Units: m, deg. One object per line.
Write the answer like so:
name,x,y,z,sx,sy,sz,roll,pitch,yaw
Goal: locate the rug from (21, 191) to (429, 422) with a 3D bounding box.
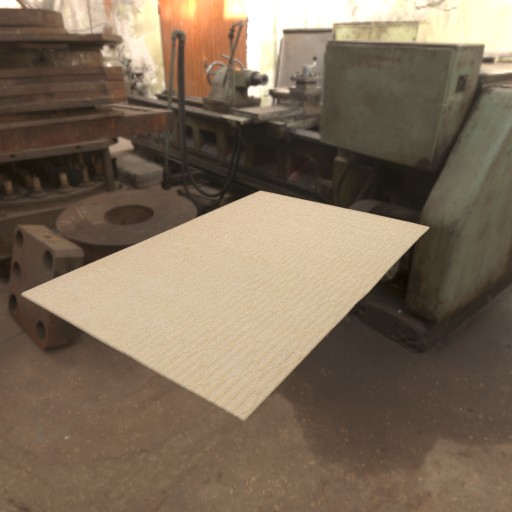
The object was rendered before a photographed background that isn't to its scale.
rug,0.000,0.000,2.294,1.238,0.014,1.848,17,31,32
